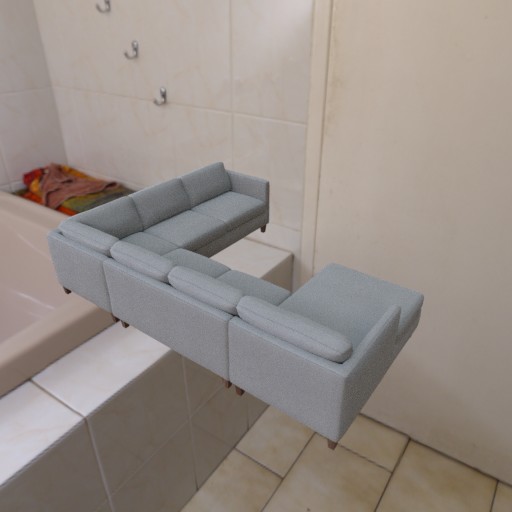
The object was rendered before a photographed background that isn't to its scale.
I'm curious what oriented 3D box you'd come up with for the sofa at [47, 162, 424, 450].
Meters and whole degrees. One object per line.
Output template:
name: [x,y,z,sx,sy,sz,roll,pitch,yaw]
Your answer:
sofa: [0.000,0.000,4.441,3.238,0.853,2.551,20,35,31]
